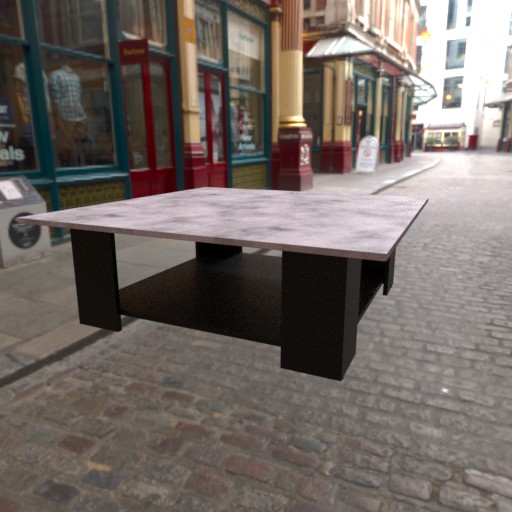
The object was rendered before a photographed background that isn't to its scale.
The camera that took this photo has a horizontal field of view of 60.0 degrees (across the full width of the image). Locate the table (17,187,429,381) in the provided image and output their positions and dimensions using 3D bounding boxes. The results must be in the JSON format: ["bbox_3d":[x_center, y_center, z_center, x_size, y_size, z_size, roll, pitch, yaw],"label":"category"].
[{"bbox_3d":[0.000,0.000,1.344,0.890,0.305,0.890,6,15,24],"label":"table"}]
